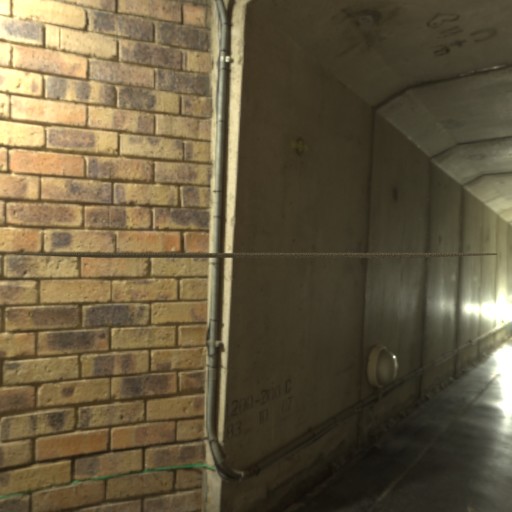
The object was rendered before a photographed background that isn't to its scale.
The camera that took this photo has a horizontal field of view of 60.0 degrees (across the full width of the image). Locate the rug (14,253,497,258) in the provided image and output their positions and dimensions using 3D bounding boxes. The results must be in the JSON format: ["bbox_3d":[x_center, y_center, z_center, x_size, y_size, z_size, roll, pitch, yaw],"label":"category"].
[{"bbox_3d":[0.000,0.000,3.567,3.048,0.011,1.546,0,-1,-1],"label":"rug"}]
